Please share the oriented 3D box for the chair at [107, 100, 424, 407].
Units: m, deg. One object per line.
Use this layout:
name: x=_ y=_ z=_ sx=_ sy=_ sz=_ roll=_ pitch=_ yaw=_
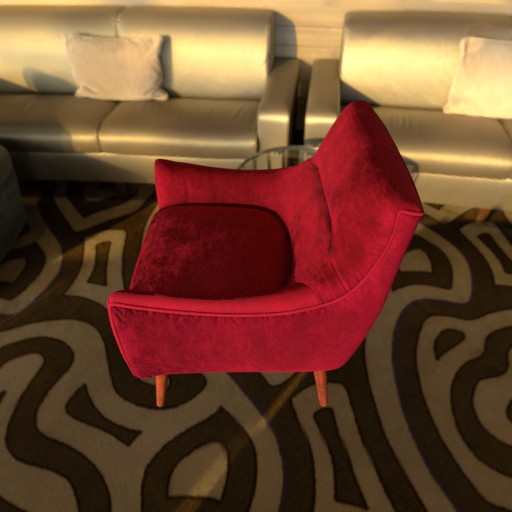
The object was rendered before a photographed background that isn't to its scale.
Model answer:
chair: x=0.000 y=0.000 z=1.472 sx=0.787 sy=0.838 sz=0.762 roll=0 pitch=41 yaw=0
